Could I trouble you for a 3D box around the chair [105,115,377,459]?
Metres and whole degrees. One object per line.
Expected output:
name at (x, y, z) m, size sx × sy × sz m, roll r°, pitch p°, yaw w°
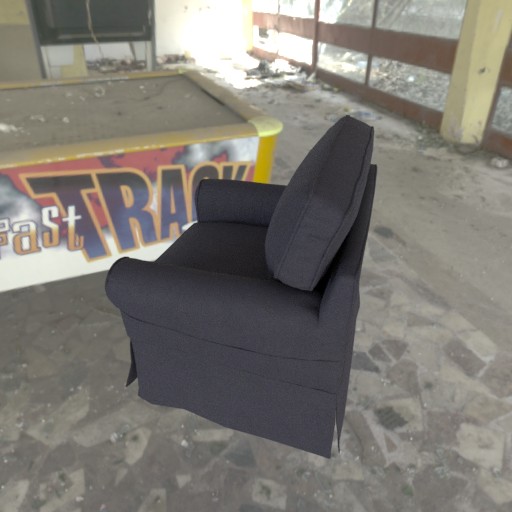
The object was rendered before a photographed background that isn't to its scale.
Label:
chair at (0.000, 0.000, 2.045) m, size 1.002 × 1.140 × 1.119 m, roll 9°, pitch 32°, yaw 14°
